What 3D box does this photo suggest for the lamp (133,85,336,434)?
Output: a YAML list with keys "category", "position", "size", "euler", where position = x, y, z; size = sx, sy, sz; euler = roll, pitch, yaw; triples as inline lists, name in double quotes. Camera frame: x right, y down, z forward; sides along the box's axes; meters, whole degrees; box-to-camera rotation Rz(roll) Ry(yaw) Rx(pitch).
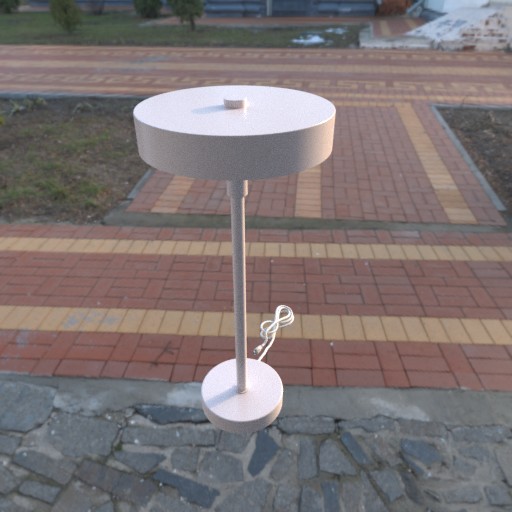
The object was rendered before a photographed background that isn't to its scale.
- category: "lamp"
  position: [0.000, 0.000, 0.696]
  size: [0.229, 0.508, 0.369]
  euler: [11, 34, 17]
